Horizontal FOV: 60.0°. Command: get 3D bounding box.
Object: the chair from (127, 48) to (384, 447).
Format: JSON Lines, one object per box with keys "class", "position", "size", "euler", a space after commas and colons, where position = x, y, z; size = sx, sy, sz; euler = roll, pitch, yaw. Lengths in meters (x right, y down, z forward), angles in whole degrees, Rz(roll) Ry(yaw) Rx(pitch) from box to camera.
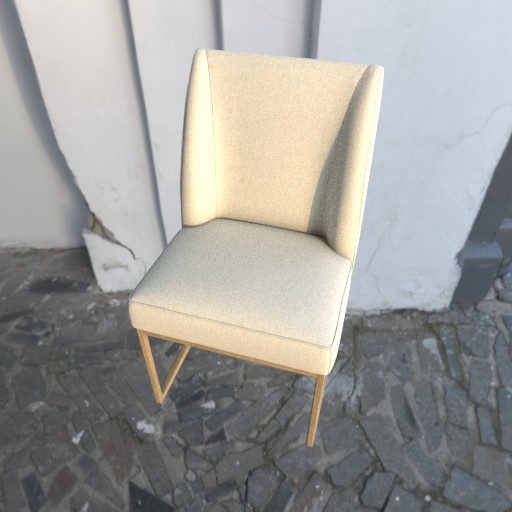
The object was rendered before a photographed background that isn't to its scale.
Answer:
{"class": "chair", "position": [0.000, 0.000, 1.167], "size": [0.508, 0.863, 0.522], "euler": [11, 42, 13]}
